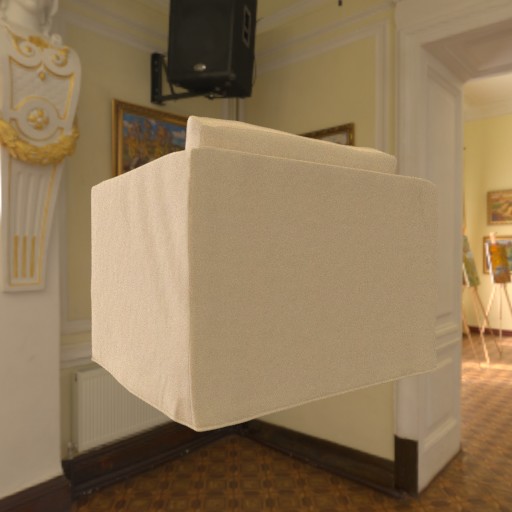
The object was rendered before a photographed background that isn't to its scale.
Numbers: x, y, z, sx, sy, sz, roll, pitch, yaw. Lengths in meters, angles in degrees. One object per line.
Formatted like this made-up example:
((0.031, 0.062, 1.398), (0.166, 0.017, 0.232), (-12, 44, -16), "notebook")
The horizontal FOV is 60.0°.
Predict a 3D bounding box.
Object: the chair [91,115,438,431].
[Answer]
((0.000, 0.000, 1.738), (1.057, 0.851, 0.947), (-1, 1, -35), "chair")
